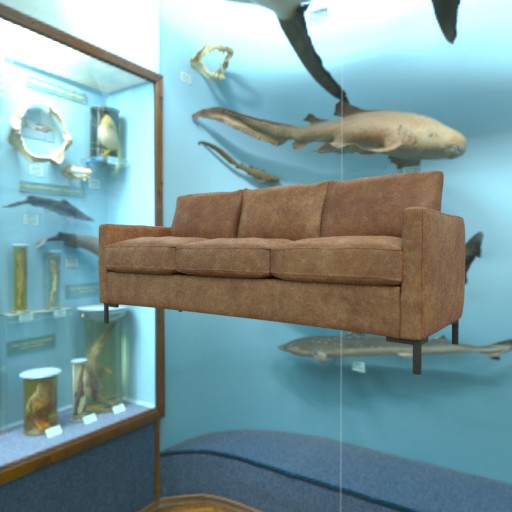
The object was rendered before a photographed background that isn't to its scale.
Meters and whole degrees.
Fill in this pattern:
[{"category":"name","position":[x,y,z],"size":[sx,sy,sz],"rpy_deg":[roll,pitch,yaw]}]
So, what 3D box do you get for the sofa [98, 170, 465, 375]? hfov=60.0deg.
[{"category":"sofa","position":[0.000,0.000,2.469],"size":[2.029,0.863,0.748],"rpy_deg":[1,1,36]}]
